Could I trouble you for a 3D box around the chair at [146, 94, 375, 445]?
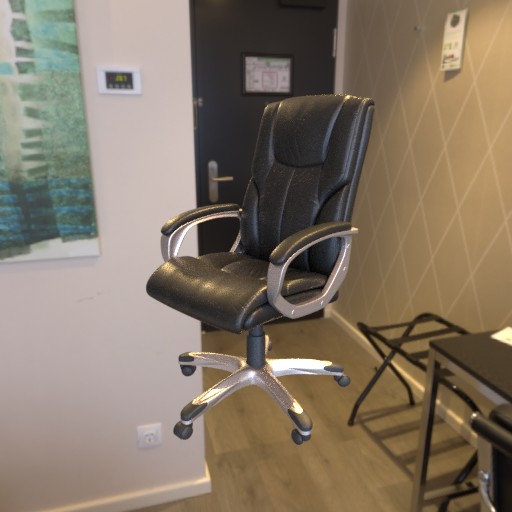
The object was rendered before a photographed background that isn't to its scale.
[{"bbox_3d":[0.000,0.000,1.625,0.700,1.145,0.780,15,21,42],"label":"chair"}]
